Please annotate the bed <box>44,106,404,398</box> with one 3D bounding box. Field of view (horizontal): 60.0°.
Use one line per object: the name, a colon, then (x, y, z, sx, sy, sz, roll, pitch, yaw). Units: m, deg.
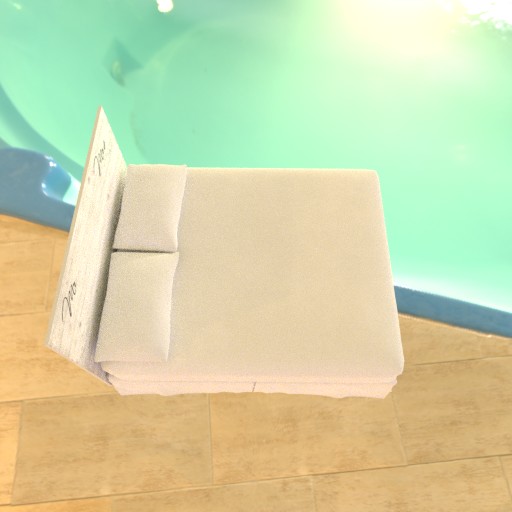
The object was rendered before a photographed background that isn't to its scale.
bed: (0.000, 0.000, 3.173, 2.094, 1.335, 1.745, 1, 63, 0)
